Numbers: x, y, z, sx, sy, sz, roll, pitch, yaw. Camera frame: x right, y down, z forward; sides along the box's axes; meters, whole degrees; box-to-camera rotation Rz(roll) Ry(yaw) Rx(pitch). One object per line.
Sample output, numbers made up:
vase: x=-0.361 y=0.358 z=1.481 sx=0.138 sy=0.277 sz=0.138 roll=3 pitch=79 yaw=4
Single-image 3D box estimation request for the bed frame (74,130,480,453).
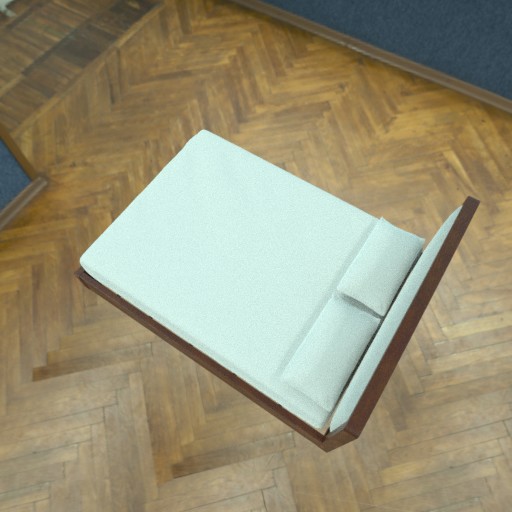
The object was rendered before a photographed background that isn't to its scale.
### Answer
bed frame: x=0.000 y=0.000 z=3.152 sx=2.171 sy=1.279 sz=1.587 roll=30 pitch=67 yaw=15
